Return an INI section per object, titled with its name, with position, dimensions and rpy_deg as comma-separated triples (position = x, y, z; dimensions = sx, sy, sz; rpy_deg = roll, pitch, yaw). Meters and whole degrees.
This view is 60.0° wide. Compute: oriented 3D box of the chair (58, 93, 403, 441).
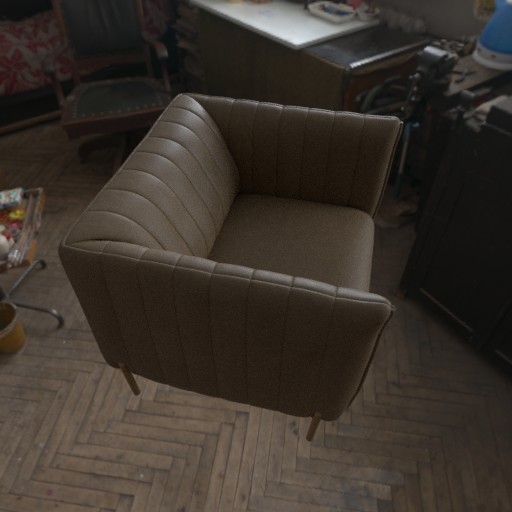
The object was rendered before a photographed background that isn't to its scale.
[chair]
position = 0.000, 0.000, 1.641
dimensions = 0.876, 0.779, 0.981
rpy_deg = 10, 47, 10
